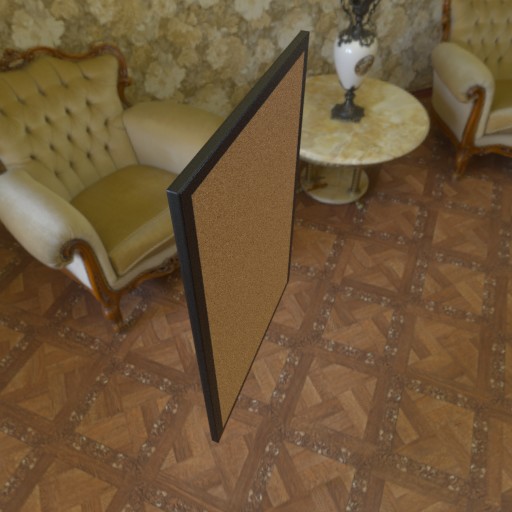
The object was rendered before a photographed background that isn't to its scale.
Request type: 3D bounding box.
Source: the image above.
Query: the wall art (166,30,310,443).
[{"bbox_3d":[0.000,0.000,0.847,0.016,0.657,0.480,15,48,14],"label":"wall art"}]
